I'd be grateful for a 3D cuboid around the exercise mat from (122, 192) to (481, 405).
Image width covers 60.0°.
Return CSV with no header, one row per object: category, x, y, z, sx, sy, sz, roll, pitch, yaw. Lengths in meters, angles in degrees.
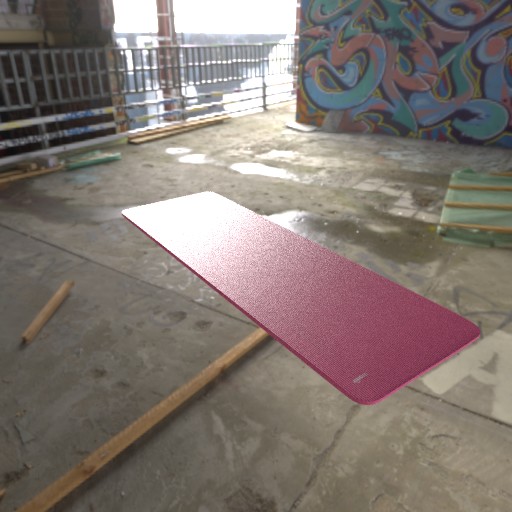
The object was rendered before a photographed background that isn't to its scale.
exercise mat,0.000,0.000,2.059,0.616,0.021,1.884,-18,32,-32
